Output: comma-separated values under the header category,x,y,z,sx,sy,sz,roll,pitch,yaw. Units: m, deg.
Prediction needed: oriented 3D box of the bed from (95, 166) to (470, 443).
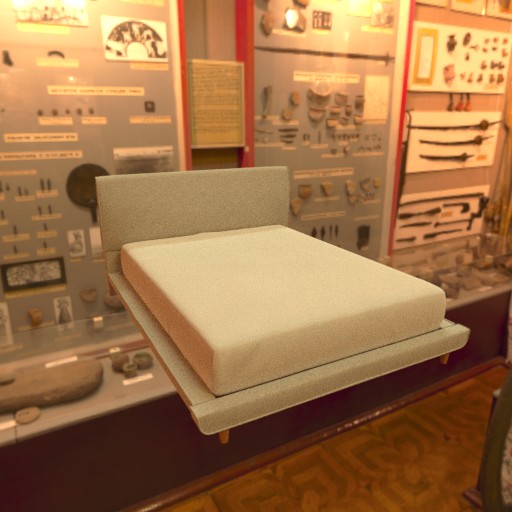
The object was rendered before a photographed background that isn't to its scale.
category,x,y,z,sx,sy,sz,roll,pitch,yaw
bed,0.000,0.000,3.517,1.980,1.126,2.498,-9,19,-27
